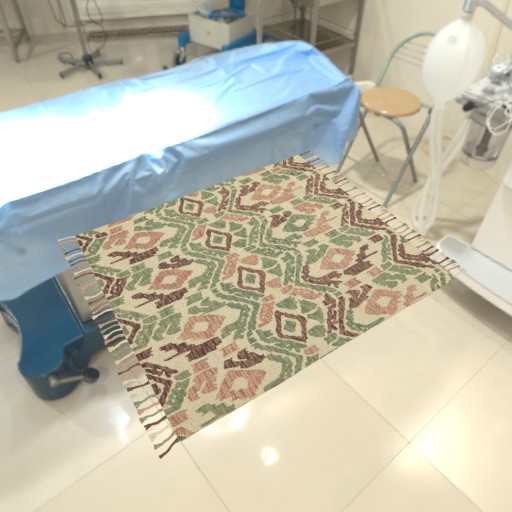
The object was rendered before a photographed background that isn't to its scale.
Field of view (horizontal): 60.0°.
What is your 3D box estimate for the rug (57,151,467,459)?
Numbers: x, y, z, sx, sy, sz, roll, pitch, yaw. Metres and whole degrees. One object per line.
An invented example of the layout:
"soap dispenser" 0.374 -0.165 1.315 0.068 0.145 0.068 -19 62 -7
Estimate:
"rug" 0.000 0.000 4.145 3.048 0.010 2.438 -24 50 -22
